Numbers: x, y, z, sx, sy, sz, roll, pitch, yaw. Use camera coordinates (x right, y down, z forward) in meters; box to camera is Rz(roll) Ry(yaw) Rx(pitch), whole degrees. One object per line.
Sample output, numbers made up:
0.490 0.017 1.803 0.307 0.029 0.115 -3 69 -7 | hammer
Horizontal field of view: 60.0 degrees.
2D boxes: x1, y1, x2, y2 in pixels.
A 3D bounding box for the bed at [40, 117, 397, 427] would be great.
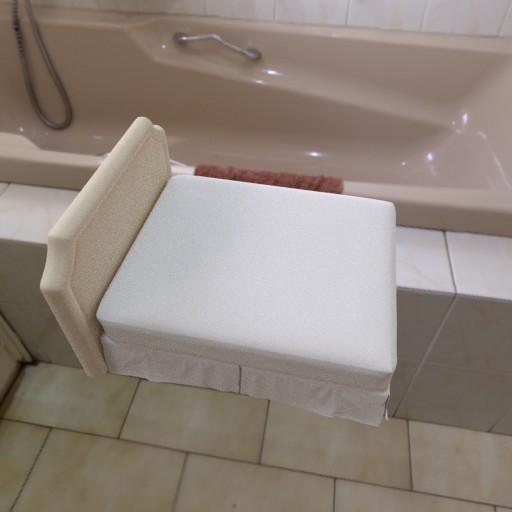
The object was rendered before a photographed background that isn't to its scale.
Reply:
0.000 0.000 3.312 2.209 1.296 1.827 9 47 8 | bed
